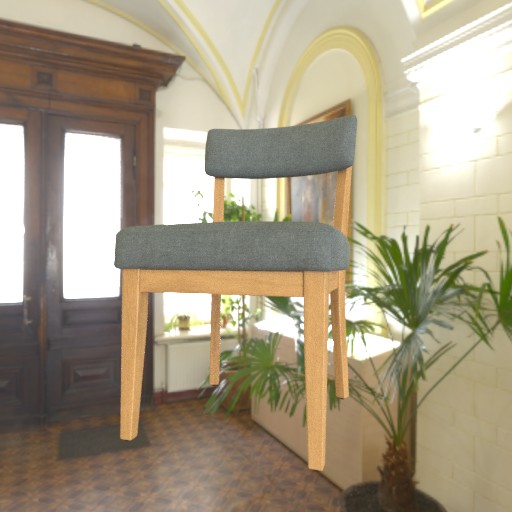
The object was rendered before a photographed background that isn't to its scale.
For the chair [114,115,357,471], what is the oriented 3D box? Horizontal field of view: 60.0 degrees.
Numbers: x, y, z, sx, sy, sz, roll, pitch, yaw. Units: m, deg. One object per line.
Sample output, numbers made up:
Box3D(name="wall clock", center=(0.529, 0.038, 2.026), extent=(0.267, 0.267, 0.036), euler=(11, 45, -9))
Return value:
Box3D(name="chair", center=(0.000, 0.000, 1.178), extent=(0.508, 0.832, 0.572), euler=(0, 0, 19))
